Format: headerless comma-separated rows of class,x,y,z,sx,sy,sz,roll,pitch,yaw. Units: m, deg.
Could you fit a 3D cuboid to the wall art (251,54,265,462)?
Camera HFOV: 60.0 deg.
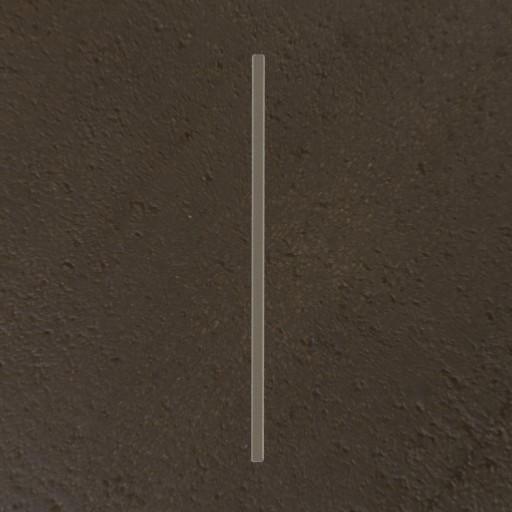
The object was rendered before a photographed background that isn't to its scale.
wall art,0.000,0.000,0.671,0.012,0.529,0.374,0,91,0
